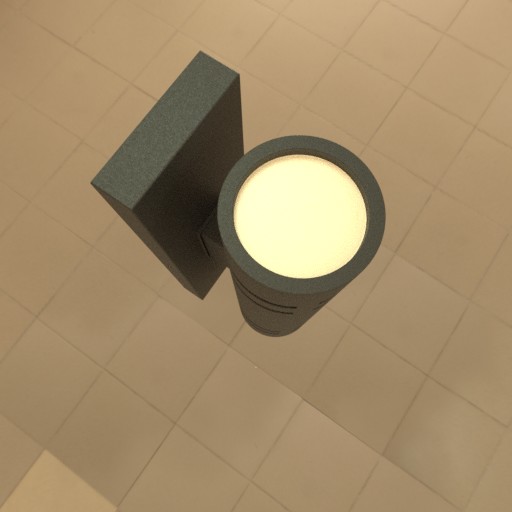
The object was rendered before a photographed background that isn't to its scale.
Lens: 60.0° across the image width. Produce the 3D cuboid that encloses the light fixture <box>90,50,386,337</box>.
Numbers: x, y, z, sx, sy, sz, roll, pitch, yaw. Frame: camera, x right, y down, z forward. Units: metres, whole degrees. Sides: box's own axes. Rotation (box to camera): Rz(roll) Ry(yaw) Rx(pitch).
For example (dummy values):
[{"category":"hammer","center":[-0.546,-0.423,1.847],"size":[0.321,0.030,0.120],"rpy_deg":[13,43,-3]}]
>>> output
[{"category":"light fixture","center":[0.000,0.000,0.402],"size":[0.149,0.330,0.105],"rpy_deg":[34,78,8]}]
